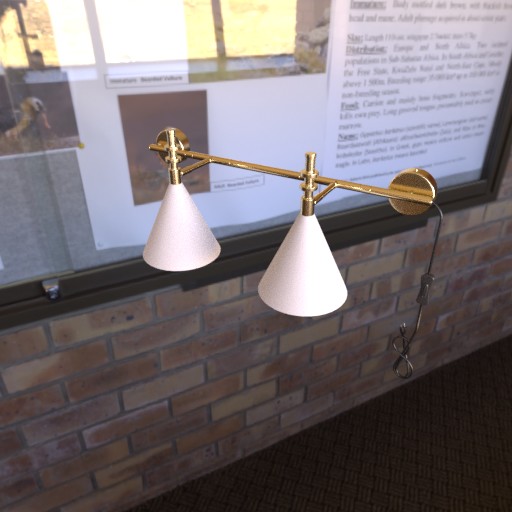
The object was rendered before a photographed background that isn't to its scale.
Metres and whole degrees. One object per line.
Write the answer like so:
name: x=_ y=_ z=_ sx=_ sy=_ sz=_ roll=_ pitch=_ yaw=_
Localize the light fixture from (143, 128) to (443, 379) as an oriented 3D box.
light fixture: x=0.000 y=0.000 z=0.867 sx=0.642 sy=0.468 sz=0.239 roll=17 pitch=34 yaw=26
